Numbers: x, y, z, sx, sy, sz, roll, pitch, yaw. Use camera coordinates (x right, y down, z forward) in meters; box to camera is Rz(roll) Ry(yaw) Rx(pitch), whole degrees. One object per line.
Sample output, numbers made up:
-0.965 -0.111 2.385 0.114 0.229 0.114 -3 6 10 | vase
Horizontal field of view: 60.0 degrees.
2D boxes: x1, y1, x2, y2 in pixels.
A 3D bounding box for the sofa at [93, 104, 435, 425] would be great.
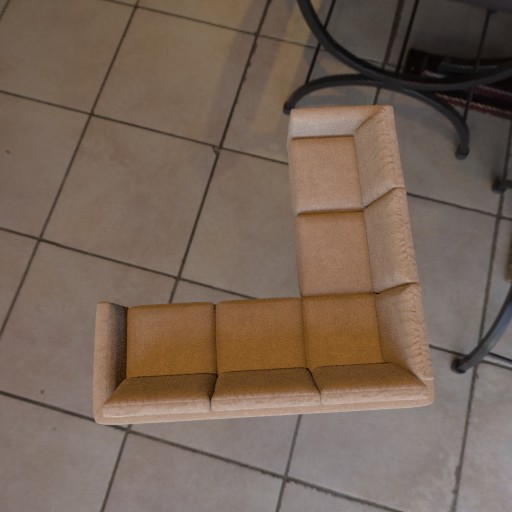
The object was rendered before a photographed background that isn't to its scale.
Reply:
0.000 0.000 3.606 2.438 0.864 2.438 -3 75 -1 | sofa
